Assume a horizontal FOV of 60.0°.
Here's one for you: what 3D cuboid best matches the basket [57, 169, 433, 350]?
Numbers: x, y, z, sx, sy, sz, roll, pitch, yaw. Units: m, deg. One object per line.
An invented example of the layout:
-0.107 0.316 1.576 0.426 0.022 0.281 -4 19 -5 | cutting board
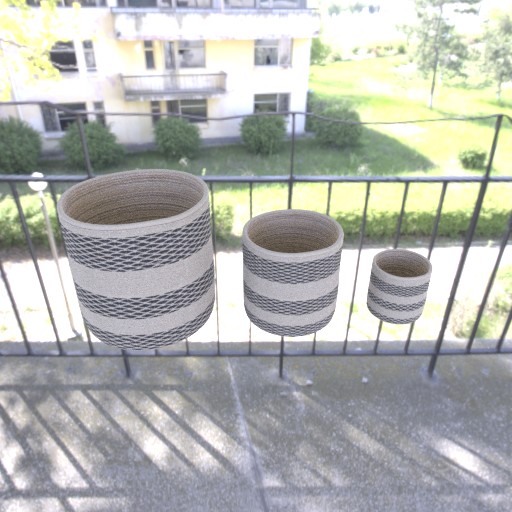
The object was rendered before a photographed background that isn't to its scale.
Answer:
0.000 0.000 1.136 0.917 0.356 0.351 -1 30 -1 | basket
